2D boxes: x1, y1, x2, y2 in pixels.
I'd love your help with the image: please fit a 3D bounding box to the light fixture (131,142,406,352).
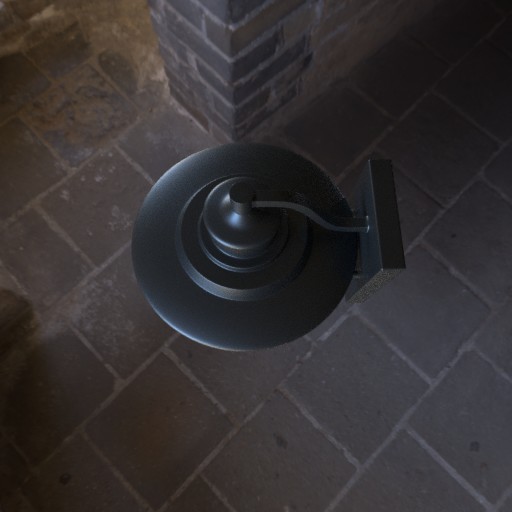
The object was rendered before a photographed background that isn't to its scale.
[{"bbox_3d":[0.000,0.000,0.506,0.252,0.345,0.222,-2,73,-1],"label":"light fixture"}]
